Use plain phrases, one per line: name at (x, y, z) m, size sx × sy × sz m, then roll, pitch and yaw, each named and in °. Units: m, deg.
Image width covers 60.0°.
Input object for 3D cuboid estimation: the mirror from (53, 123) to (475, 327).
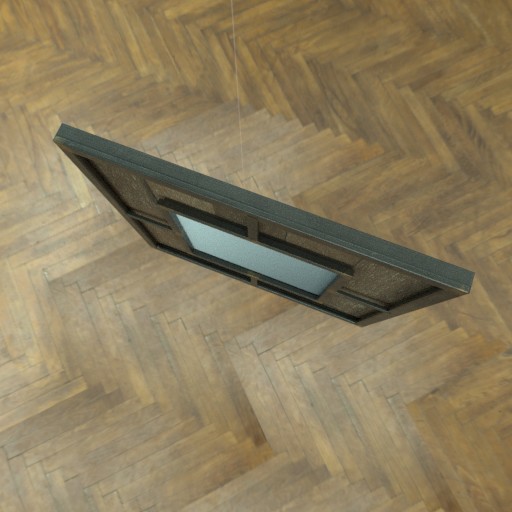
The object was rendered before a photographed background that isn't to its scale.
mirror at (0.000, 0.000, 0.565) m, size 0.382 × 0.381 × 0.020 m, roll 21°, pitch 78°, yaw 5°
